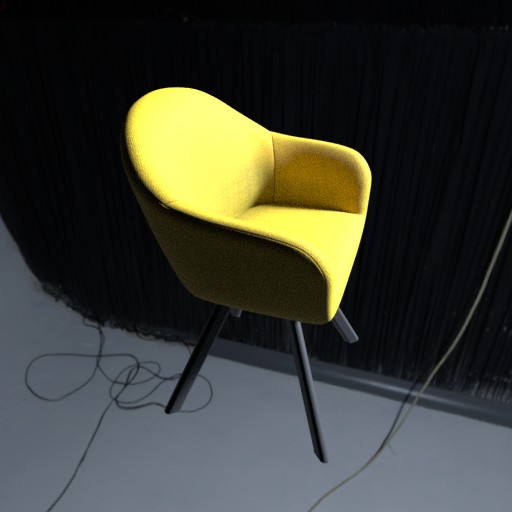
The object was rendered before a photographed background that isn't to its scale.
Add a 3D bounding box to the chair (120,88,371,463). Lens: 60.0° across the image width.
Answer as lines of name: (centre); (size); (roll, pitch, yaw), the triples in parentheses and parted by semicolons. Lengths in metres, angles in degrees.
chair: (0.000, 0.000, 1.155); (0.550, 0.795, 0.590); (10, 32, 17)
